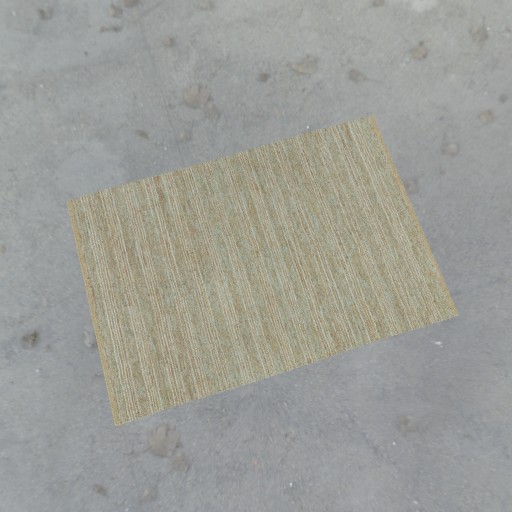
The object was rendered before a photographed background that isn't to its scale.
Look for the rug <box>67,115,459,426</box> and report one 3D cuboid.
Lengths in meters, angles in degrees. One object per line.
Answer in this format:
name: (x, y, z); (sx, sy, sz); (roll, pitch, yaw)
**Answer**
rug: (0.000, 0.000, 2.387); (1.824, 0.010, 1.240); (-17, 76, -4)
